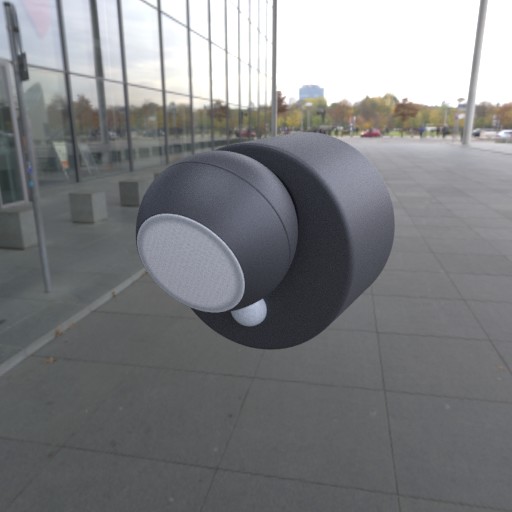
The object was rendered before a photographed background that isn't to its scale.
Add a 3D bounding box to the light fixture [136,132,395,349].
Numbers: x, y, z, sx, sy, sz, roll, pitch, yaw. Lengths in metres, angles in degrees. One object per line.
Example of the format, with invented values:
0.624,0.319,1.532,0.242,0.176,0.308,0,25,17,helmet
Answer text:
0.000,0.000,0.267,0.134,0.143,0.160,8,18,26,light fixture
